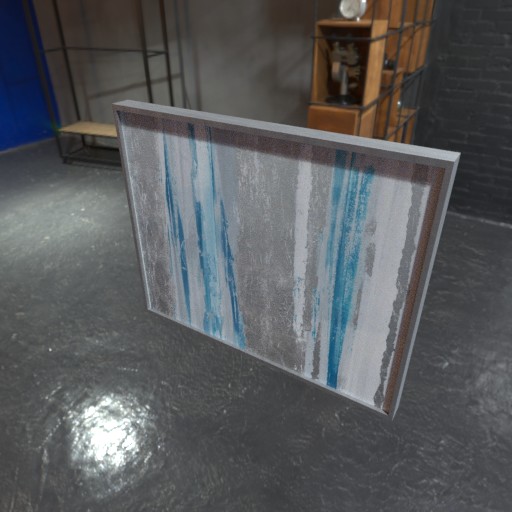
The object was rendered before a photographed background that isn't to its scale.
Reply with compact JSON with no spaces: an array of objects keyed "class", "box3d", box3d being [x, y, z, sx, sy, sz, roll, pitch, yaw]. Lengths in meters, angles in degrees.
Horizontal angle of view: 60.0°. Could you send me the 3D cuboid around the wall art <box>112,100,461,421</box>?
[{"class":"wall art","box3d":[0.000,0.000,0.763,0.557,0.450,0.037,18,36,27]}]
